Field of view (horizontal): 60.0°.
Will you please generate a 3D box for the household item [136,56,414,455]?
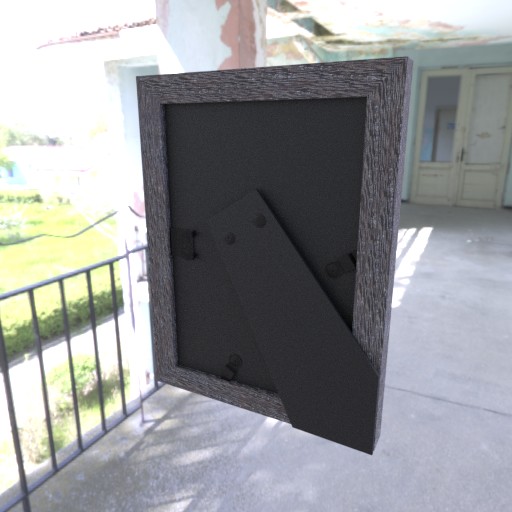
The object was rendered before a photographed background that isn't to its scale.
[{"bbox_3d":[0.000,0.000,0.268,0.160,0.210,0.020,8,18,27],"label":"household item"}]
